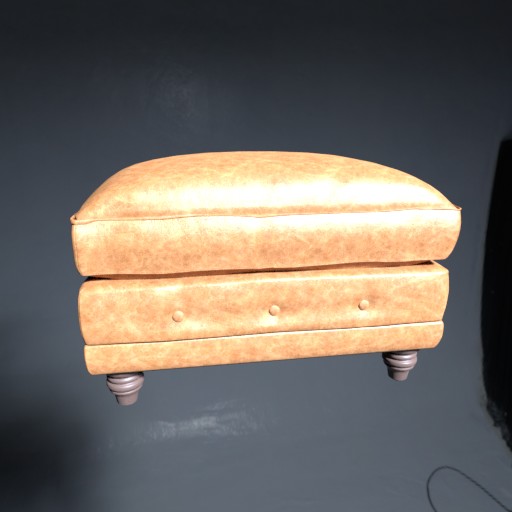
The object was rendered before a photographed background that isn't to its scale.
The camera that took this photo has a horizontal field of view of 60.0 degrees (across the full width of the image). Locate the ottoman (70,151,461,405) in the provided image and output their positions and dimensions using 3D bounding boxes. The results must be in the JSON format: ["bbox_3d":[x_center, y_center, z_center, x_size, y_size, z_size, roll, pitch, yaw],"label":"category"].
[{"bbox_3d":[0.000,0.000,1.055,0.710,0.480,0.533,-3,17,-9],"label":"ottoman"}]
